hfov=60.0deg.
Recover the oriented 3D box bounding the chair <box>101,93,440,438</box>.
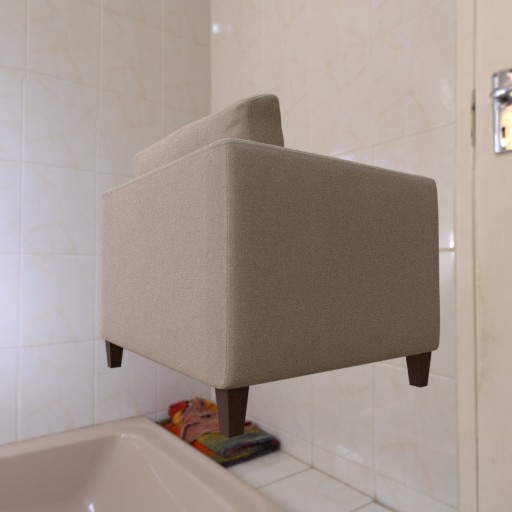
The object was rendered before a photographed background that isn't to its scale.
[{"bbox_3d":[0.000,0.000,1.796,0.959,0.961,1.107,1,-2,-35],"label":"chair"}]
